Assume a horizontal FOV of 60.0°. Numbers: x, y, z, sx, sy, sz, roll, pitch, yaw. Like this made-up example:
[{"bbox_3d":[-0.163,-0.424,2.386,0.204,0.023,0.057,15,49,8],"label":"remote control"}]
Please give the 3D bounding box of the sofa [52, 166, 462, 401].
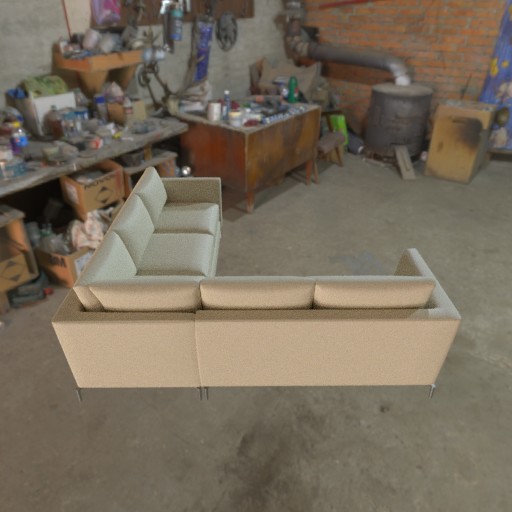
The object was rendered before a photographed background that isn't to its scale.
[{"bbox_3d":[0.000,0.000,3.758,2.430,0.867,2.448,0,30,0],"label":"sofa"}]
